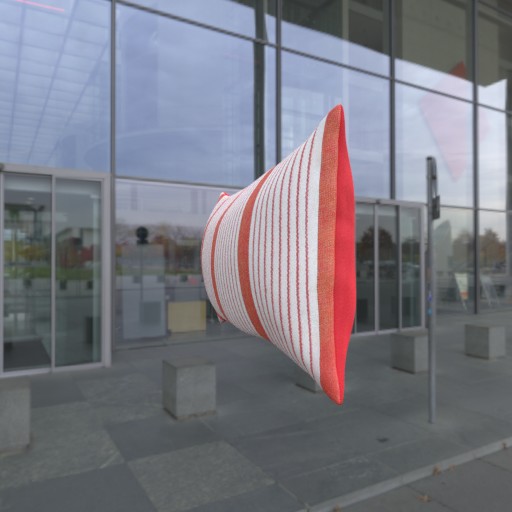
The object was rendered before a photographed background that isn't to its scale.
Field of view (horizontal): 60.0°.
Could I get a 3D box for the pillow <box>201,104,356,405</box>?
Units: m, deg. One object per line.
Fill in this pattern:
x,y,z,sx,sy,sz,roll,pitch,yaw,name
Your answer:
0.000,0.000,0.718,0.151,0.297,0.608,0,-1,-15,pillow
